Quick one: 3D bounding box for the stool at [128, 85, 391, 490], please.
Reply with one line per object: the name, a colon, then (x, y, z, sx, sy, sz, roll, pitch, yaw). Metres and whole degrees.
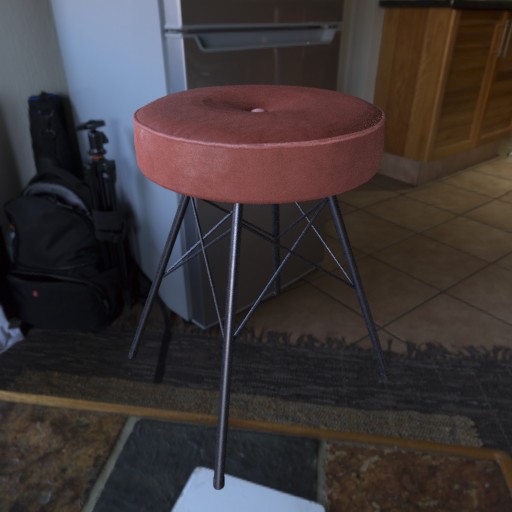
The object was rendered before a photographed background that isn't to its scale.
stool: (0.000, 0.000, 0.874, 0.457, 0.593, 0.421, -20, 35, -30)
